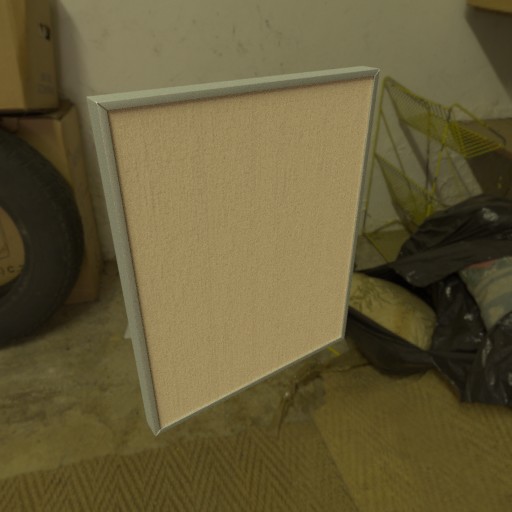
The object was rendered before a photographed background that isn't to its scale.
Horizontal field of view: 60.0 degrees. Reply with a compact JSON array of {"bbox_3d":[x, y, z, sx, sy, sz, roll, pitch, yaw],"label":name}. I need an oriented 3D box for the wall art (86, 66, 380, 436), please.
[{"bbox_3d":[0.000,0.000,0.742,0.445,0.553,0.039,-19,36,-29],"label":"wall art"}]
